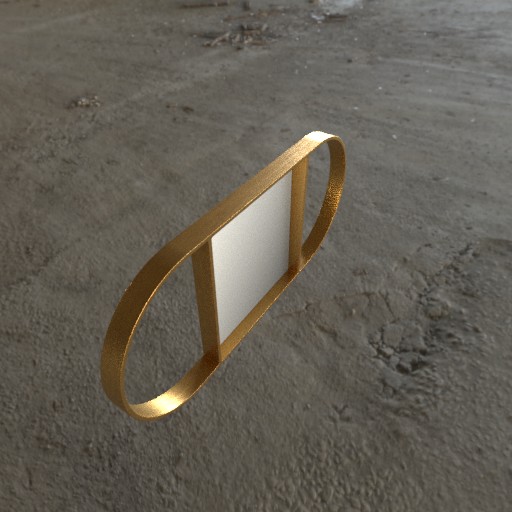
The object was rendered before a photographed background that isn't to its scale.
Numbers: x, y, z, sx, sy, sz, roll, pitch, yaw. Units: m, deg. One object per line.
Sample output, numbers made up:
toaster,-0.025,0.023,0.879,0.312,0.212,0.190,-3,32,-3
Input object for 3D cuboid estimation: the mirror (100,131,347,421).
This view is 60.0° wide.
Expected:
mirror,0.000,0.000,0.683,0.032,0.254,0.584,23,46,25
